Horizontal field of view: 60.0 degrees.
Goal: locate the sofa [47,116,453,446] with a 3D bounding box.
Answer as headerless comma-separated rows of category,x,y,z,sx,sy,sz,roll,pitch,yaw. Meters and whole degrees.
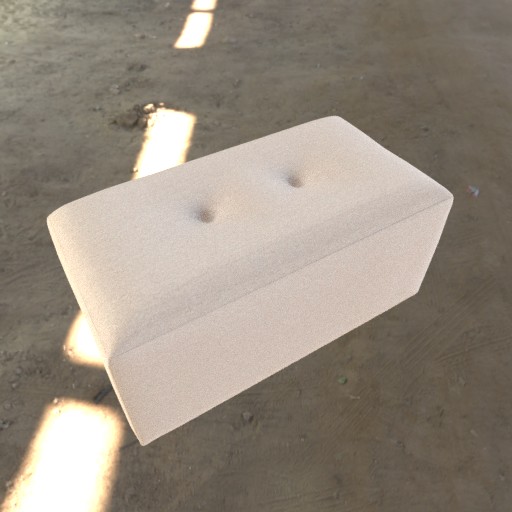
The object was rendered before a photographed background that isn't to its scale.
sofa,0.000,0.000,1.217,0.930,0.470,0.480,-24,50,-21
